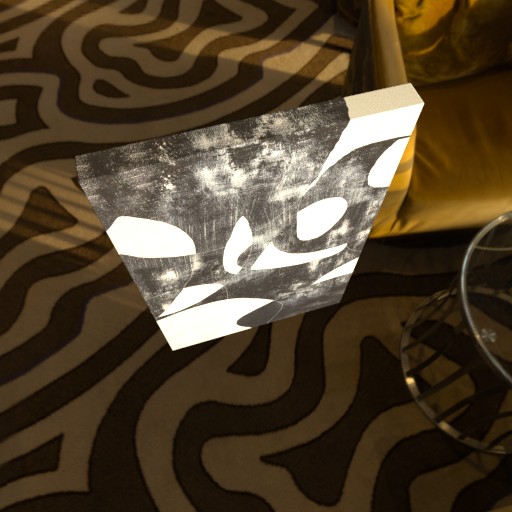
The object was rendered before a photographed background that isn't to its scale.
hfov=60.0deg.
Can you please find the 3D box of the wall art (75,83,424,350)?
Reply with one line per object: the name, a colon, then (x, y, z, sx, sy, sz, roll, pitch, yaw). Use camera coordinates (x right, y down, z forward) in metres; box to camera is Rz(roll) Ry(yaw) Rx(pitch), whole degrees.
wall art: (0.000, 0.000, 0.775, 0.407, 0.610, 0.039, -15, 62, -8)
